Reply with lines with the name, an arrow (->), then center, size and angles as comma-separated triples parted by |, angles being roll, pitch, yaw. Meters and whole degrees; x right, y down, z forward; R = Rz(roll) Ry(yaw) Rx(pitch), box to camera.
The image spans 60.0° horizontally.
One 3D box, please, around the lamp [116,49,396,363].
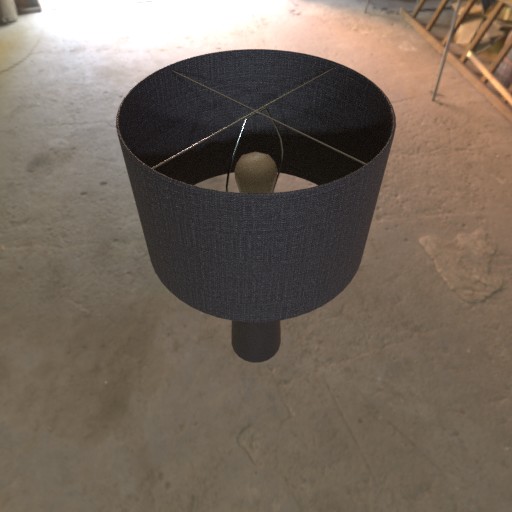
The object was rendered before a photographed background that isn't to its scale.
lamp -> 0.000, 0.000, 0.669 | 0.303, 0.488, 0.303 | 0, 48, 0
